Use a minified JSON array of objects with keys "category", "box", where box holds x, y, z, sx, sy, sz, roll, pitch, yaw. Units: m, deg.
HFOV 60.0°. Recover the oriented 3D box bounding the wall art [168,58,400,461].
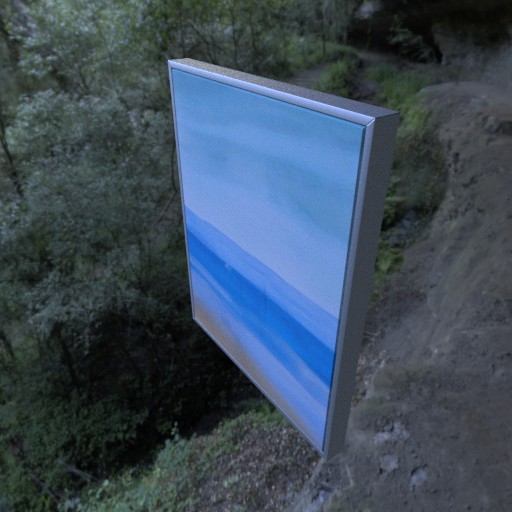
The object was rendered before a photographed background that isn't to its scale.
[{"category":"wall art","box":[0.000,0.000,0.737,0.039,0.553,0.445,-21,38,-30]}]
